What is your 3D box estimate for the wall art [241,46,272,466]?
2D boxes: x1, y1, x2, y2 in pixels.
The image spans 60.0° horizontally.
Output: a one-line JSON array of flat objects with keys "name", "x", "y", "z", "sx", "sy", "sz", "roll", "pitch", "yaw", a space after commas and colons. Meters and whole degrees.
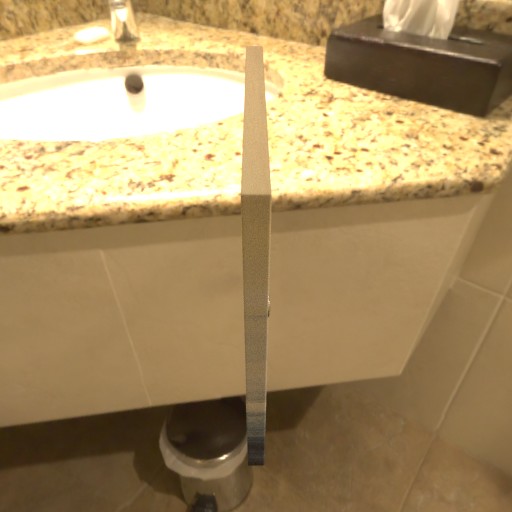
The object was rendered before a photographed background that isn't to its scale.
[{"name": "wall art", "x": 0.000, "y": 0.000, "z": 0.983, "sx": 0.041, "sy": 0.710, "sz": 0.608, "roll": 0, "pitch": 41, "yaw": 0}]
